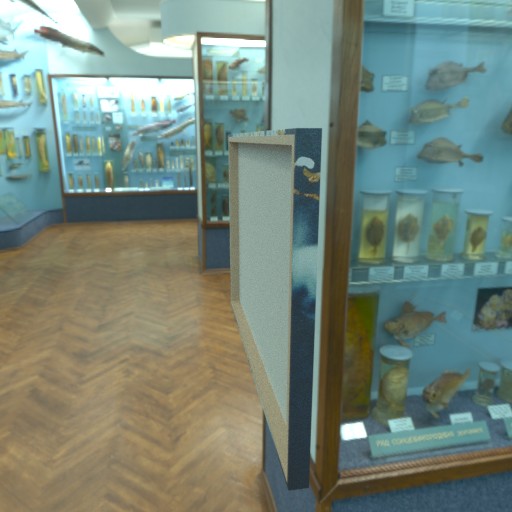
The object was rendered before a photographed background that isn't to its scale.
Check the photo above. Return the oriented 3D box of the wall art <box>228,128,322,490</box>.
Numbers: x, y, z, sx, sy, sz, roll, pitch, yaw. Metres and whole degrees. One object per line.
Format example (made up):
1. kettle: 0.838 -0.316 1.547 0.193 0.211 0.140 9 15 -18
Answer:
1. wall art: 0.000 0.000 1.134 0.038 0.608 0.912 -2 15 -9
